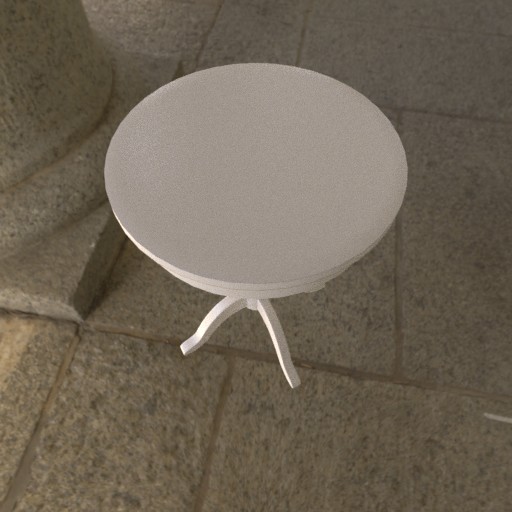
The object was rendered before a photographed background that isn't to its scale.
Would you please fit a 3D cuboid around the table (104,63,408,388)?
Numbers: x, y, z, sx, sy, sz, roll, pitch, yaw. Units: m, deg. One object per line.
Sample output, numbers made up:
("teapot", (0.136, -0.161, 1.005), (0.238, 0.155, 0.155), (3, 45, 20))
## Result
("table", (0.000, 0.000, 1.034), (0.513, 0.653, 0.513), (0, 57, 0))
